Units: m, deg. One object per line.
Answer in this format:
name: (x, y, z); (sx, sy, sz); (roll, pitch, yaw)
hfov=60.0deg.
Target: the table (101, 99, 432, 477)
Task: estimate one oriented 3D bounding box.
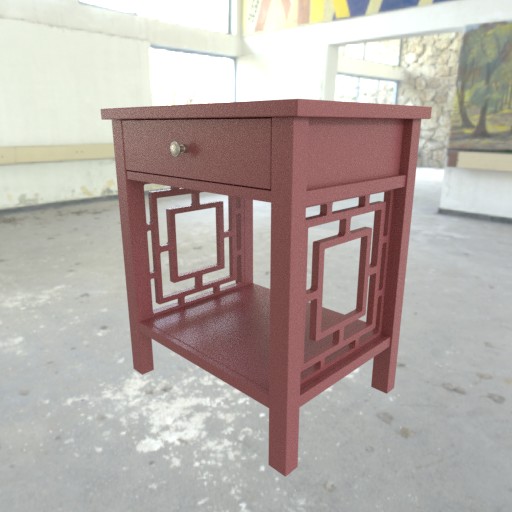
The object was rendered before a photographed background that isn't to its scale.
table: (0.000, 0.000, 1.081); (0.599, 0.686, 0.451); (16, 23, 43)
